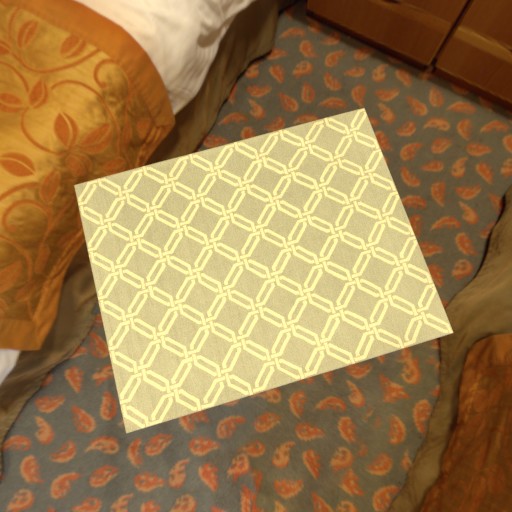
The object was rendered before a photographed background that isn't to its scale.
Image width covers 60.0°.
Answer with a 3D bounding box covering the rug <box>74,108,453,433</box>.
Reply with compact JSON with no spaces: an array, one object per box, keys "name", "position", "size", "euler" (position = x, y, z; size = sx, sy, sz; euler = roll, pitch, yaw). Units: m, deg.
[{"name":"rug","position":[0.000,0.000,4.006],"size":[2.895,0.018,2.288],"euler":[-16,77,-4]}]
